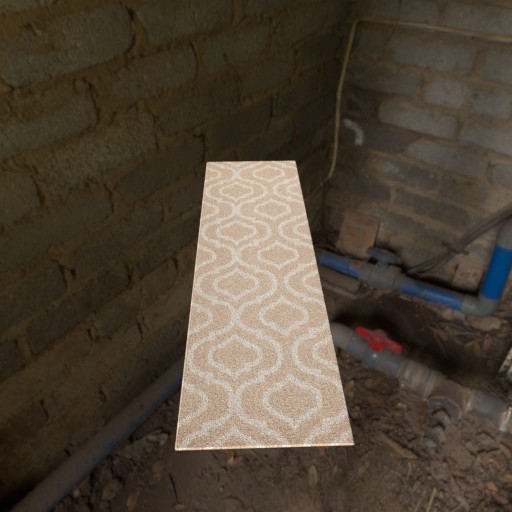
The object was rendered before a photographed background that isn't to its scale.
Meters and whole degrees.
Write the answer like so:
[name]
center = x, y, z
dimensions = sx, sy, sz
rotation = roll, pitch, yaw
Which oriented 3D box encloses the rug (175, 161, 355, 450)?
[rug]
center = 0.000, 0.000, 2.576
dimensions = 0.691, 0.013, 2.289
rotation = -1, 40, -1
